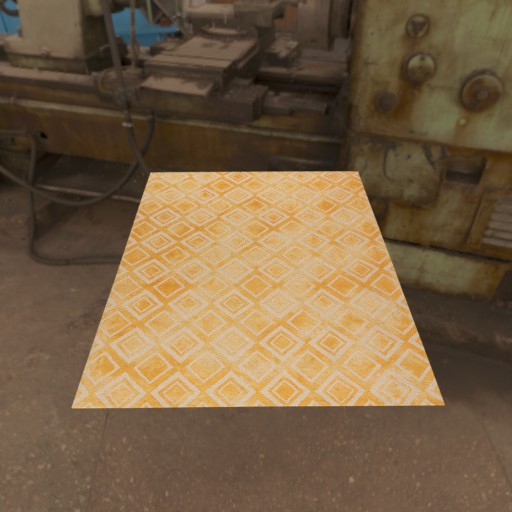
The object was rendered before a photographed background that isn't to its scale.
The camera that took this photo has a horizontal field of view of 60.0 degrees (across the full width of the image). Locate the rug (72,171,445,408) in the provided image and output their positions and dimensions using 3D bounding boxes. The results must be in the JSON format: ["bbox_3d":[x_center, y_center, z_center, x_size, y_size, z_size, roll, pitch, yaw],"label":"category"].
[{"bbox_3d":[0.000,0.000,4.041,2.433,0.011,3.037,0,40,0],"label":"rug"}]
